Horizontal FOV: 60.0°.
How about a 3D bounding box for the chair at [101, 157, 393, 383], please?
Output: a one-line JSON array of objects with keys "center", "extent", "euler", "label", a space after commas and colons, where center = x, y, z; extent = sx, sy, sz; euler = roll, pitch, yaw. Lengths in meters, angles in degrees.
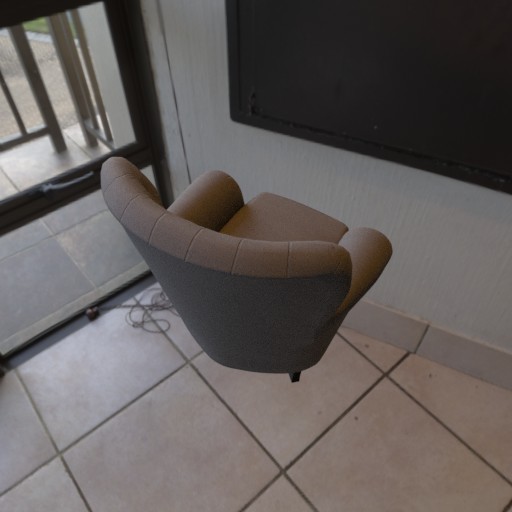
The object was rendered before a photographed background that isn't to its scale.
[{"center": [0.000, 0.000, 1.867], "extent": [0.983, 1.046, 0.983], "euler": [24, 52, 20], "label": "chair"}]
